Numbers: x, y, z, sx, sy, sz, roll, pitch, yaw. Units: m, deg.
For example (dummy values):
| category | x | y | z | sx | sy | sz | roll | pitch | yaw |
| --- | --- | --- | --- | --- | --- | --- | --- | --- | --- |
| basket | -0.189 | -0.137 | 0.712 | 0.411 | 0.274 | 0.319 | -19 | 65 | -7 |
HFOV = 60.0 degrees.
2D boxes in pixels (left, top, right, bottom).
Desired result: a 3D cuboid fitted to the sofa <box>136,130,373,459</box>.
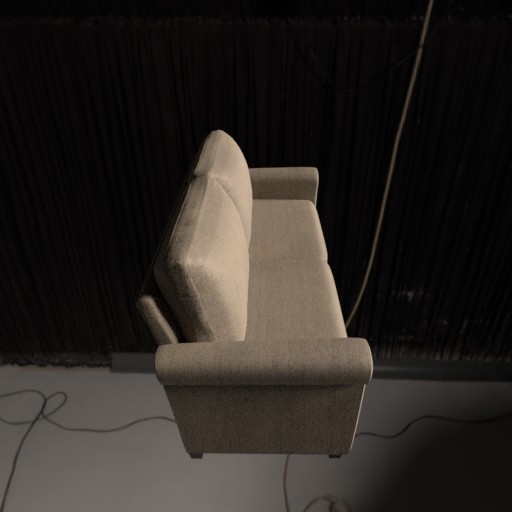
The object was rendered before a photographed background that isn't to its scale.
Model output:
| category | x | y | z | sx | sy | sz | roll | pitch | yaw |
| --- | --- | --- | --- | --- | --- | --- | --- | --- | --- |
| sofa | 0.000 | 0.000 | 2.421 | 0.842 | 0.942 | 1.935 | 0 | 31 | 1 |
